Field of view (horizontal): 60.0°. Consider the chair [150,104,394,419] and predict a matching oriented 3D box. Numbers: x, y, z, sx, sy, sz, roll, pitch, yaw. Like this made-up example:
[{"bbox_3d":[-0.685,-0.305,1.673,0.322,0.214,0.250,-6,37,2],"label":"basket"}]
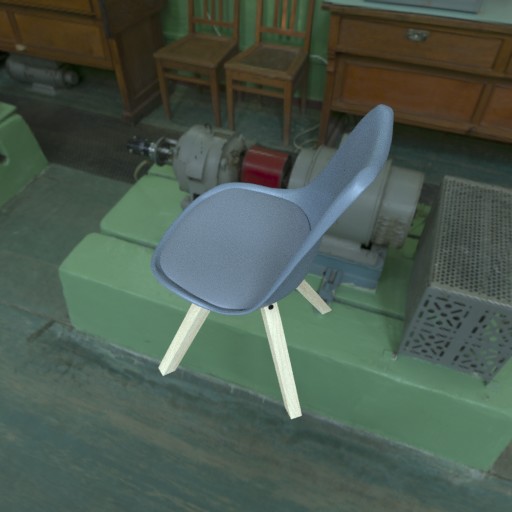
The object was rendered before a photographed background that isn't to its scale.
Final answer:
[{"bbox_3d":[0.000,0.000,1.214,0.550,0.850,0.485,14,49,13],"label":"chair"}]
